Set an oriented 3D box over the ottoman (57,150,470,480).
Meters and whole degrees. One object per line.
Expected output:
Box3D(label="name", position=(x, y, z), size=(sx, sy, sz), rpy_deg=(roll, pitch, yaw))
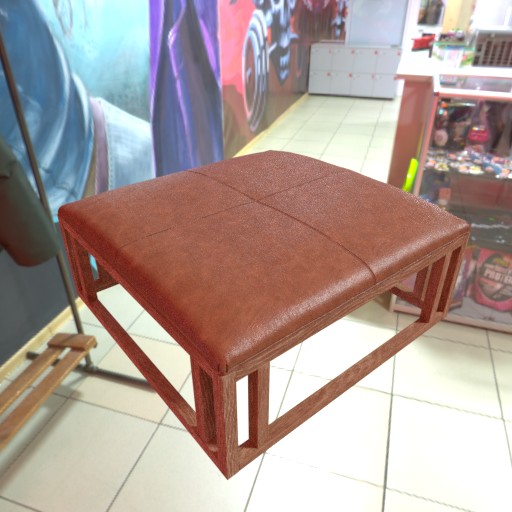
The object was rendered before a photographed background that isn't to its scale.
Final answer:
Box3D(label="ottoman", position=(0.000, 0.000, 1.592), size=(1.016, 0.442, 1.013), rpy_deg=(-23, 38, -33))
